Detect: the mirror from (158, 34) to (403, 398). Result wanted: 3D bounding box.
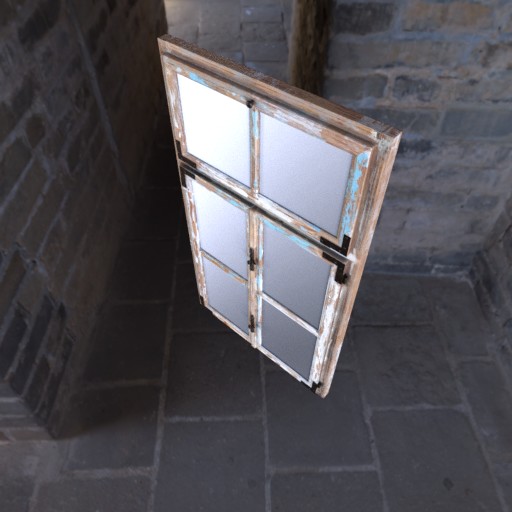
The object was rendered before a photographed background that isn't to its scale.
[{"bbox_3d":[0.000,0.000,1.475,0.707,1.213,0.083,33,56,26],"label":"mirror"}]
